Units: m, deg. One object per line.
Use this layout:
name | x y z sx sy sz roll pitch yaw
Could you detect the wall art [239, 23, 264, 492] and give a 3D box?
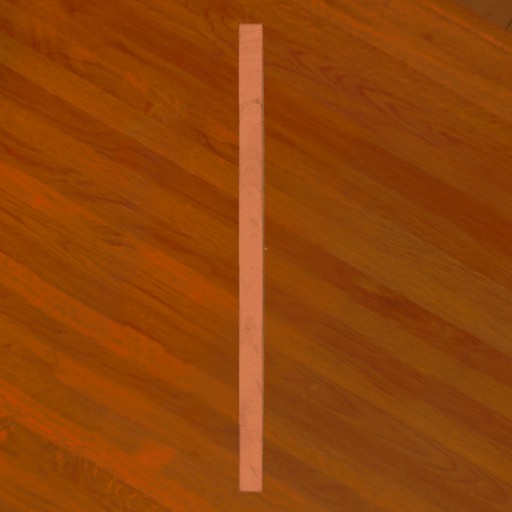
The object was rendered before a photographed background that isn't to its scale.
wall art | 0.000 0.000 1.096 0.038 0.757 0.760 0 91 1
